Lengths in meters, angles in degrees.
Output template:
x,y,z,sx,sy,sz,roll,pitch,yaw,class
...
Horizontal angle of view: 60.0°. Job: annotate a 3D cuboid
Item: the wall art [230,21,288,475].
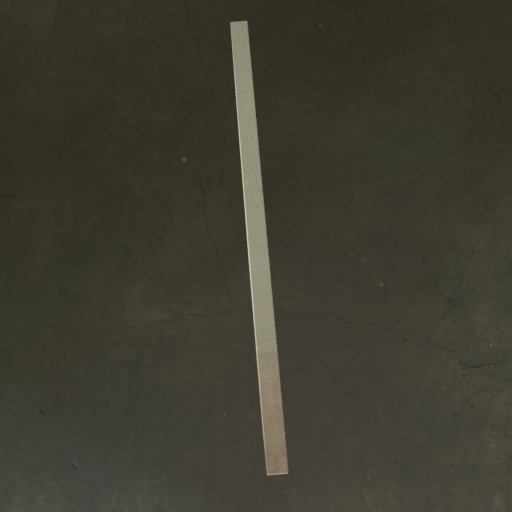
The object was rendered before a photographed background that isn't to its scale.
x,y,z,sx,sy,sz,roll,pitch,yaw,class
0.000,0.000,1.161,0.040,0.608,0.916,-5,77,-1,wall art
